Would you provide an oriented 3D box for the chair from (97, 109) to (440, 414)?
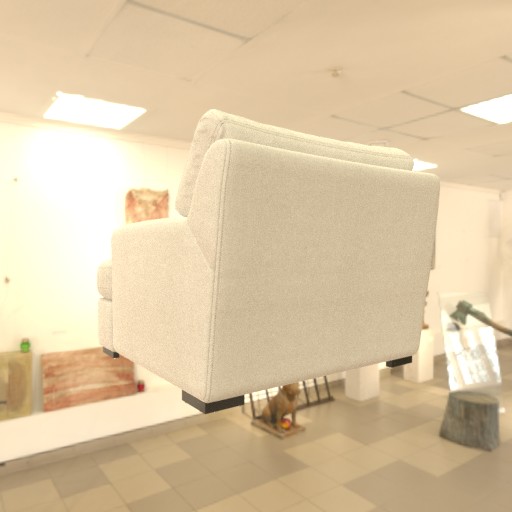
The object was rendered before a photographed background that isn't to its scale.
[{"bbox_3d":[0.000,0.000,1.969,1.140,0.930,1.158,-1,1,-36],"label":"chair"}]
